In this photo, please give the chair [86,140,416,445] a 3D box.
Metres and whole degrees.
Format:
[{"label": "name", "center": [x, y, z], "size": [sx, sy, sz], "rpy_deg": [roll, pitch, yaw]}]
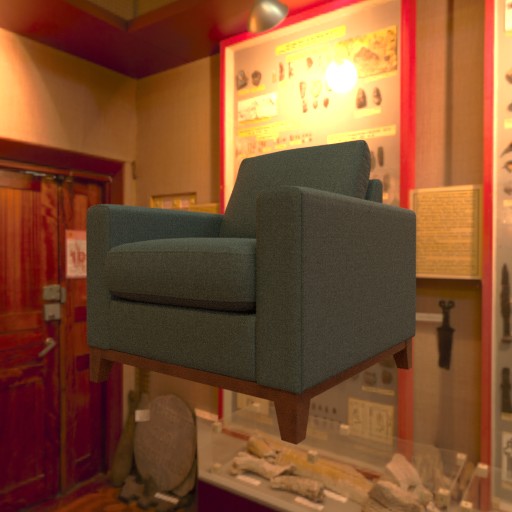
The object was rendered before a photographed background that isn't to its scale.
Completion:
[{"label": "chair", "center": [0.000, 0.000, 1.872], "size": [1.024, 1.010, 1.038], "rpy_deg": [1, 1, 37]}]
